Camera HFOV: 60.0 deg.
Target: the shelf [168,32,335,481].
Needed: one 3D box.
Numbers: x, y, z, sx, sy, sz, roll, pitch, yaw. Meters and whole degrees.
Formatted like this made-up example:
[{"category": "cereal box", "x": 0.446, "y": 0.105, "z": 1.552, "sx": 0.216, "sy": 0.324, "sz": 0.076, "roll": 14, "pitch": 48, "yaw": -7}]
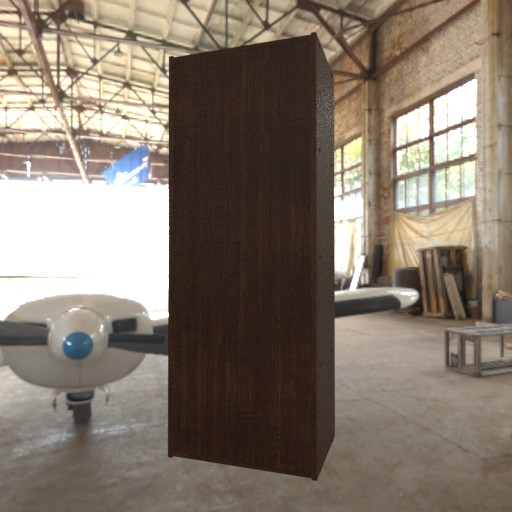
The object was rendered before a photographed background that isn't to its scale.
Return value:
[{"category": "shelf", "x": 0.000, "y": 0.000, "z": 1.287, "sx": 0.415, "sy": 1.099, "sz": 0.290, "roll": 0, "pitch": -1, "yaw": 19}]
